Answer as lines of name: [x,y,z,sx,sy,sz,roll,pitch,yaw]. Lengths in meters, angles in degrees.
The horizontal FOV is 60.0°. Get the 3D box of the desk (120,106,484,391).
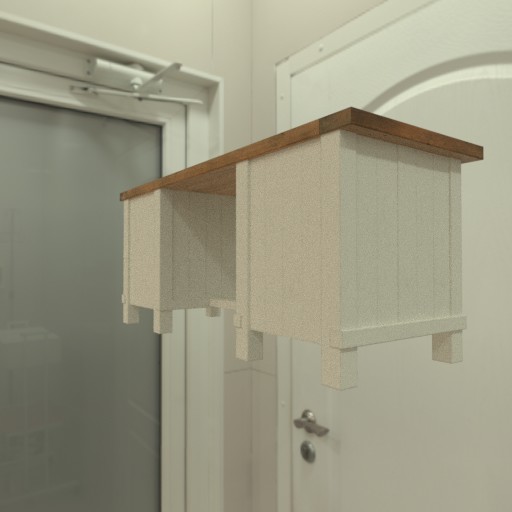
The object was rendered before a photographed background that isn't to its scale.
desk: [0.000,0.000,2.097,0.688,0.760,1.803,1,-1,-36]
